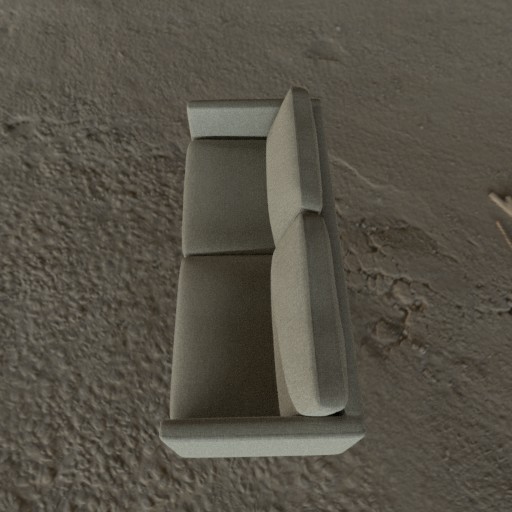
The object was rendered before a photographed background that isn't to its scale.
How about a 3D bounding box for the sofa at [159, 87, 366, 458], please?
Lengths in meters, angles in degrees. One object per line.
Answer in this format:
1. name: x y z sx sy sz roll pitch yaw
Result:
1. sofa: 0.000 0.000 2.733 0.956 0.960 2.208 -1 60 -1
